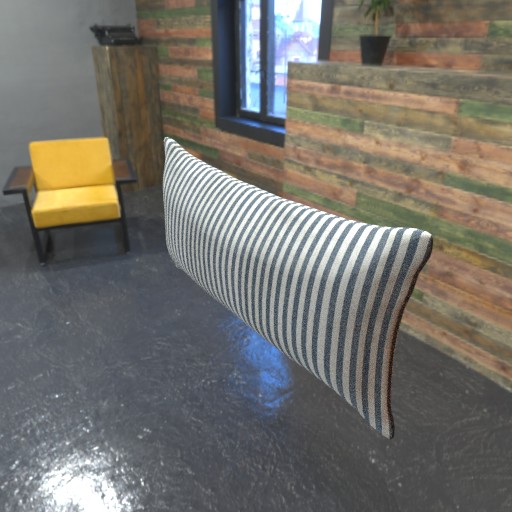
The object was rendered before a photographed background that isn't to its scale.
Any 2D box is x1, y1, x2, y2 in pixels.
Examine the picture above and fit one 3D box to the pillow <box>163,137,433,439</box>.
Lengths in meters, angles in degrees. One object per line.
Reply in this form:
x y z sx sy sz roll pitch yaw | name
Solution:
0.000 0.000 0.741 0.151 0.295 0.617 -18 31 -32 | pillow
